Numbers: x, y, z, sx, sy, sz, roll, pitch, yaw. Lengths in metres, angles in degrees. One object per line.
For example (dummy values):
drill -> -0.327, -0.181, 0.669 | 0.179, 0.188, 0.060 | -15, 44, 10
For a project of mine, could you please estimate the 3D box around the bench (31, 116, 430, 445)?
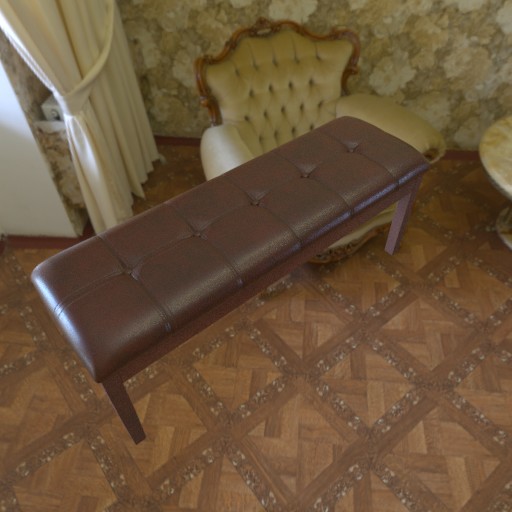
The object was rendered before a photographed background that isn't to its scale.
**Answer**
bench -> 0.000, 0.000, 1.488 | 1.259, 0.491, 0.401 | -31, 54, -26
